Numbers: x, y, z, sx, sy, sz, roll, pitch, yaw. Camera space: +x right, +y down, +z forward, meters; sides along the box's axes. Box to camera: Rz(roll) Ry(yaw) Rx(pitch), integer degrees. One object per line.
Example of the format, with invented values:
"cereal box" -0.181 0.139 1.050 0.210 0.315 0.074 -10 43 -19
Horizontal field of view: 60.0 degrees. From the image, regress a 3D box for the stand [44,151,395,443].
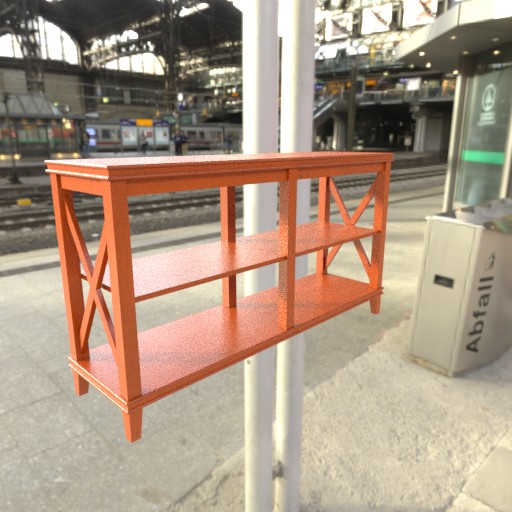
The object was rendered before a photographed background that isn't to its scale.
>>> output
"stand" 0.000 0.000 1.730 0.381 0.762 1.372 14 20 43
